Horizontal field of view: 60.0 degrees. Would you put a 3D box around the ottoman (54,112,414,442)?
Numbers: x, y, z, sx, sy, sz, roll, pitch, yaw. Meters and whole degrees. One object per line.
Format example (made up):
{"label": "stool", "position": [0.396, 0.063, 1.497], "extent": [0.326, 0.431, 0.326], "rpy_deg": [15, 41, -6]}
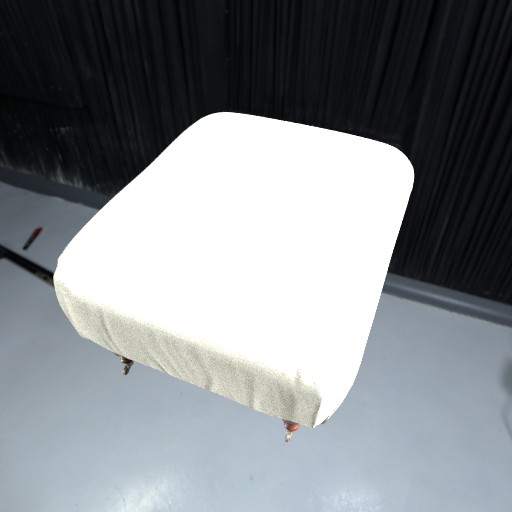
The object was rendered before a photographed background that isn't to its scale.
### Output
{"label": "ottoman", "position": [0.000, 0.000, 1.104], "extent": [0.622, 0.450, 0.747], "rpy_deg": [16, 47, 16]}
